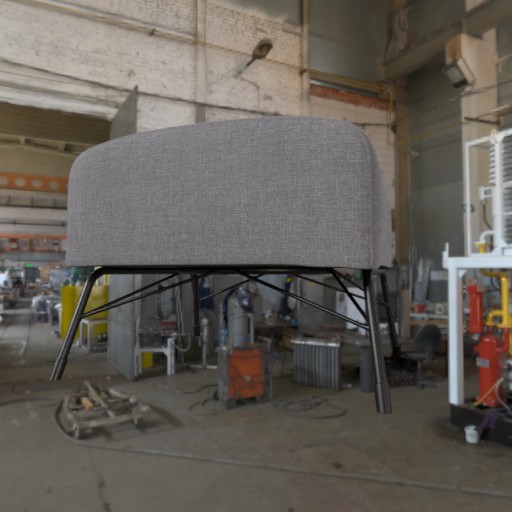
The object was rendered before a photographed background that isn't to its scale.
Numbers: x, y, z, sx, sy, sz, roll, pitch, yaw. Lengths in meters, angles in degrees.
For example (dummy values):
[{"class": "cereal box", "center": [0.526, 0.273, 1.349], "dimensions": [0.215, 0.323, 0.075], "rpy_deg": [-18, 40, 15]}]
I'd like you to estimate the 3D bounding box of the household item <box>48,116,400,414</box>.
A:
[{"class": "household item", "center": [0.000, 0.000, 0.881], "dimensions": [0.530, 0.410, 0.530], "rpy_deg": [-1, -2, 19]}]
